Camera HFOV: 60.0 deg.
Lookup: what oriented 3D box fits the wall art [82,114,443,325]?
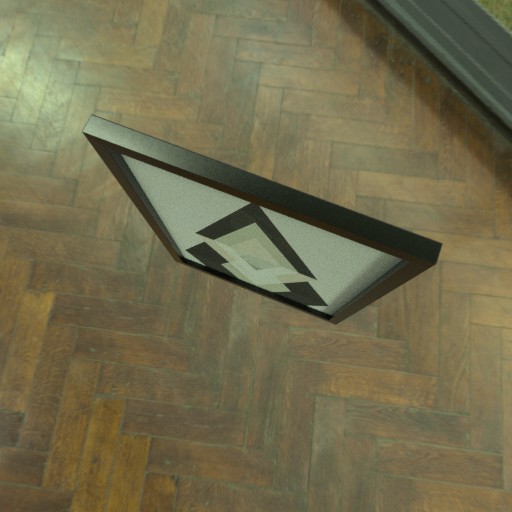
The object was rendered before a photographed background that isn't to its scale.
[{"bbox_3d":[0.000,0.000,0.587,0.314,0.455,0.019,21,76,5],"label":"wall art"}]
